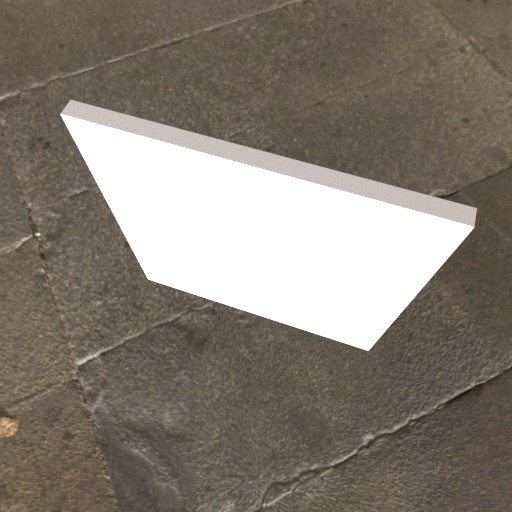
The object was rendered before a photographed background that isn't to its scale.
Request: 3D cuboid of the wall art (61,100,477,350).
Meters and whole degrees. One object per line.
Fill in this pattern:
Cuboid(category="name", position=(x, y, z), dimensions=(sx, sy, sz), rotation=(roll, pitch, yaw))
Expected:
Cuboid(category="wall art", position=(0.000, 0.000, 0.824), dimensions=(0.559, 0.559, 0.028), rotation=(17, 64, 8))
